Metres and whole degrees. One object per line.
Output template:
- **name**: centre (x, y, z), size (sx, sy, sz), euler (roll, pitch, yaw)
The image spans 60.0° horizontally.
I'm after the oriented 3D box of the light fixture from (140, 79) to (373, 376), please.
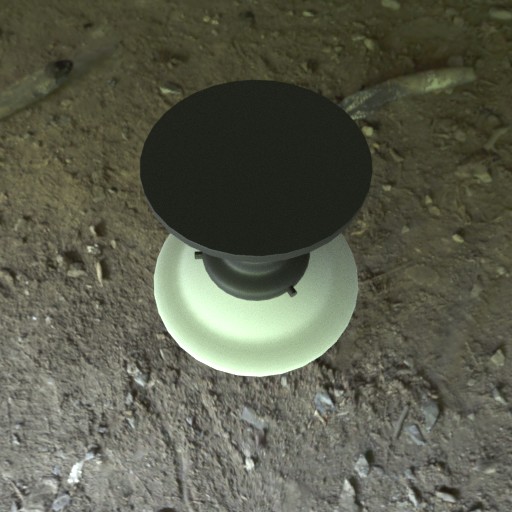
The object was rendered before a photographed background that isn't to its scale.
- **light fixture**: centre (0.000, 0.000, 0.397), size (0.197, 0.254, 0.197), euler (0, 59, 0)
